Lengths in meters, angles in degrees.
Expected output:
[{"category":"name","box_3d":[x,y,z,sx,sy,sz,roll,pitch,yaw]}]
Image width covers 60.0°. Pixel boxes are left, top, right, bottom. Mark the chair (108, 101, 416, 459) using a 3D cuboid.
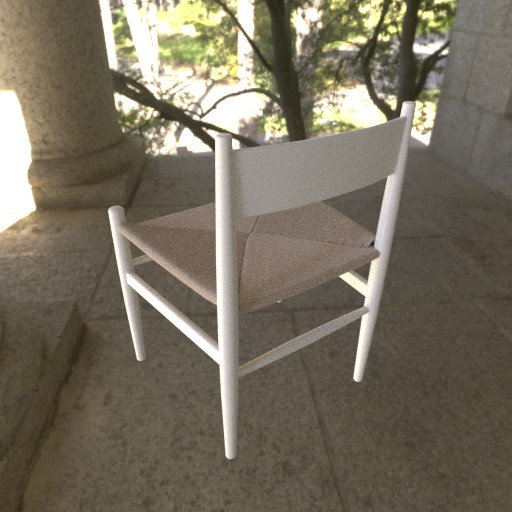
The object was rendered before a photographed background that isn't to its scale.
[{"category":"chair","box_3d":[0.000,0.000,1.106,0.556,0.762,0.495,-19,35,-30]}]
